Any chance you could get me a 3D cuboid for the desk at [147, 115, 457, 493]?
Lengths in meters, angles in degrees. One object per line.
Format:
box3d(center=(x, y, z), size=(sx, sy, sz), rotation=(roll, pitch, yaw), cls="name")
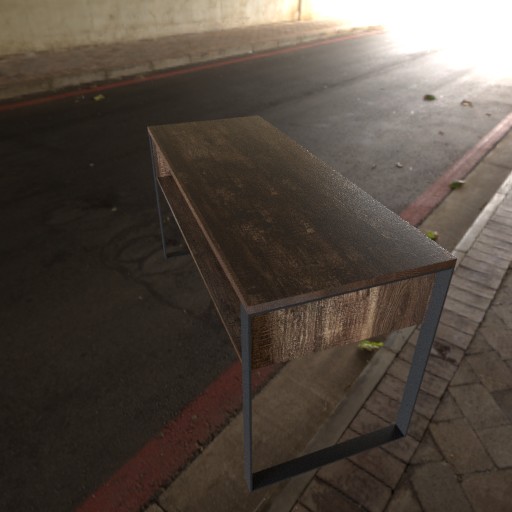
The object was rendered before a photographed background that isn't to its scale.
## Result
box3d(center=(0.000, 0.000, 1.908), size=(0.599, 0.762, 1.524), rotation=(-11, 34, -17), cls="desk")
